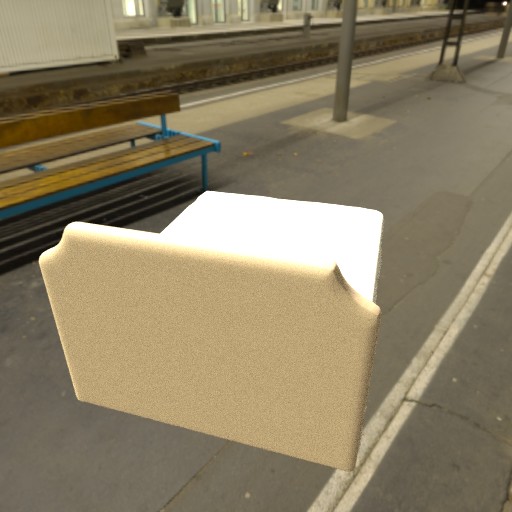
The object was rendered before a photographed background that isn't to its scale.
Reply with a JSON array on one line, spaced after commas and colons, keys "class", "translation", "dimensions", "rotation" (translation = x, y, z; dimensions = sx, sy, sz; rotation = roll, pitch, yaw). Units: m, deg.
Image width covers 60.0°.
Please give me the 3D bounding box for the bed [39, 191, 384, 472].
[{"class": "bed", "translation": [0.000, 0.000, 3.759], "dimensions": [2.134, 1.524, 2.548], "rotation": [9, 31, 14]}]
